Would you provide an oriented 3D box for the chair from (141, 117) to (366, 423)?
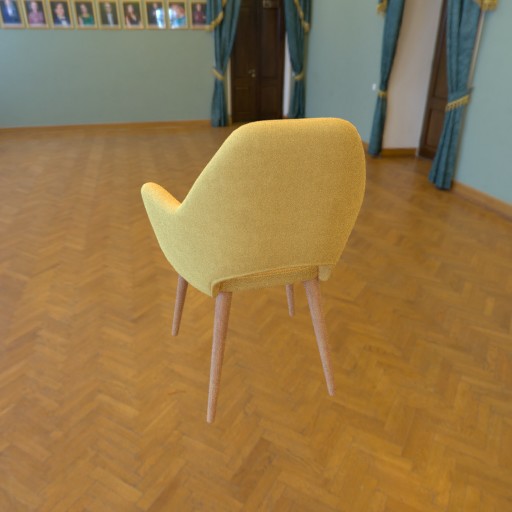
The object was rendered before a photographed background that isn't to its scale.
[{"bbox_3d":[0.000,0.000,1.266,0.590,0.840,0.610,-7,27,-15],"label":"chair"}]
